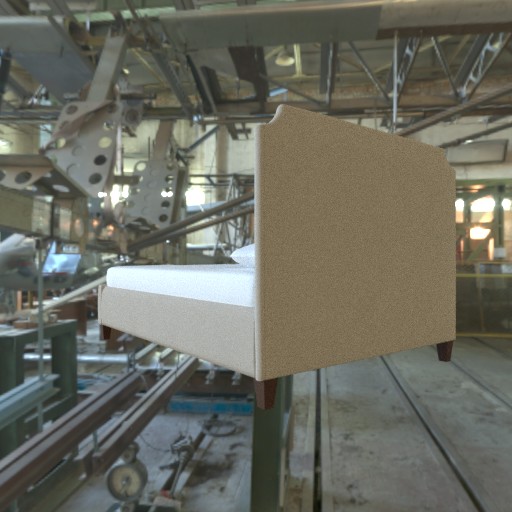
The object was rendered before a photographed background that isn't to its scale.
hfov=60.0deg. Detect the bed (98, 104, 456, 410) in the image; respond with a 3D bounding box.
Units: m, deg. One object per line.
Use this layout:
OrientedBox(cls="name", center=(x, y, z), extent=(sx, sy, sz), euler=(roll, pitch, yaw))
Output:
OrientedBox(cls="bed", center=(0.000, 0.000, 3.444), extent=(1.713, 1.443, 2.372), euler=(0, 0, -37))
